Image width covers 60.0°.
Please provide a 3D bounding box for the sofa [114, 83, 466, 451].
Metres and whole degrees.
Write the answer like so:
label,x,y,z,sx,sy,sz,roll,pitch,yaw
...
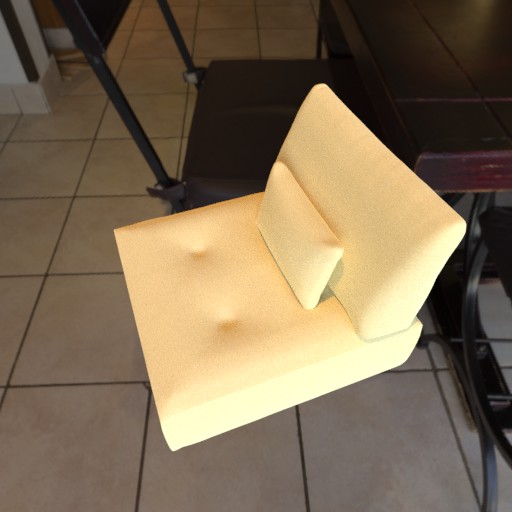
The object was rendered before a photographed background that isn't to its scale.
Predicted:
label,x,y,z,sx,sy,sz,roll,pitch,yaw
sofa,0.000,0.000,1.710,1.000,0.820,0.930,-16,50,-14
